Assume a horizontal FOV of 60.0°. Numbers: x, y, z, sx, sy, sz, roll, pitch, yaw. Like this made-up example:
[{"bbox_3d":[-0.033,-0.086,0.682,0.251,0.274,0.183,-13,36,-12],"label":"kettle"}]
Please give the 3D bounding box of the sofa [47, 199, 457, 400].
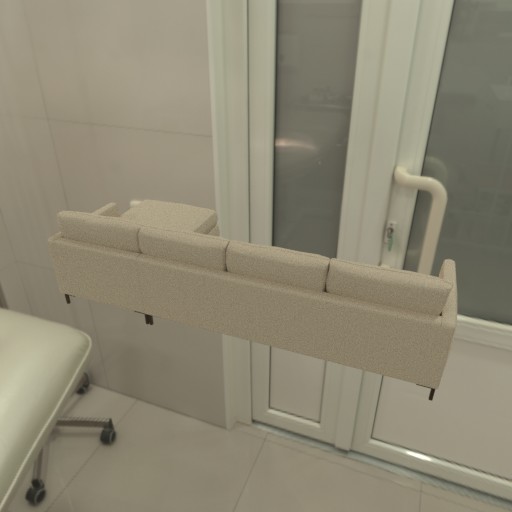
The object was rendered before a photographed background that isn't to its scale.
[{"bbox_3d":[0.000,0.000,3.278,2.731,0.755,1.258,11,31,18],"label":"sofa"}]
